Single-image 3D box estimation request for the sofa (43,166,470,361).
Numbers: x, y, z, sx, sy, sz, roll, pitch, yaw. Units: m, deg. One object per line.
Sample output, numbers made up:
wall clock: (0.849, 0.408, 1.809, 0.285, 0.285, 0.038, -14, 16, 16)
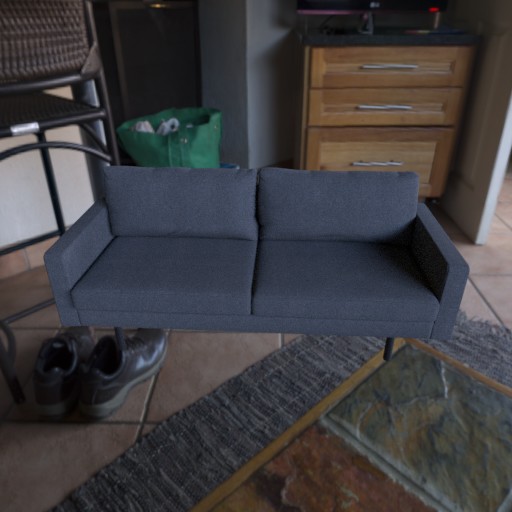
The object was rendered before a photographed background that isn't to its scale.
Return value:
sofa: (0.000, 0.000, 2.599, 2.100, 0.880, 0.880, 2, 29, 3)
